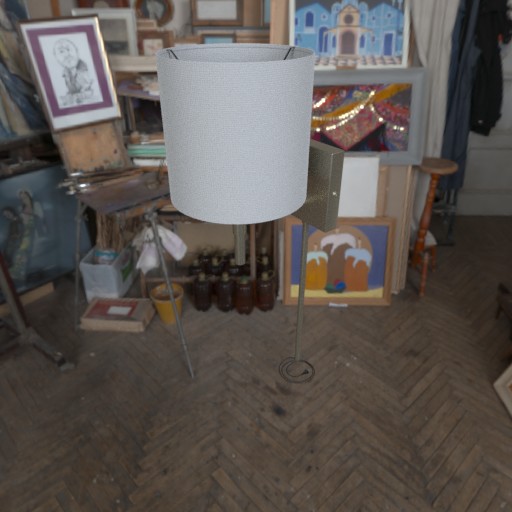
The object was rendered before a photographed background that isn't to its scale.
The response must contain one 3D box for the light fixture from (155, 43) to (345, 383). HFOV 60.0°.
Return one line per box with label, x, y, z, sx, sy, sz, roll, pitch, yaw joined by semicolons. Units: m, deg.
light fixture;0.000;0.000;0.694;0.248;0.589;0.188;-21;37;-31
